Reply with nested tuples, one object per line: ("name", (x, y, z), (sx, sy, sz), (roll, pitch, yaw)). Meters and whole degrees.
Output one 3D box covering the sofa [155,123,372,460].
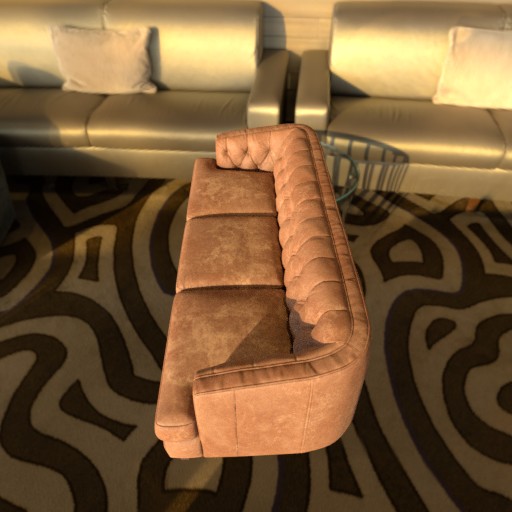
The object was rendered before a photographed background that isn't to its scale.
("sofa", (0.000, 0.000, 2.709), (0.922, 0.791, 2.257), (-1, 42, -1))
